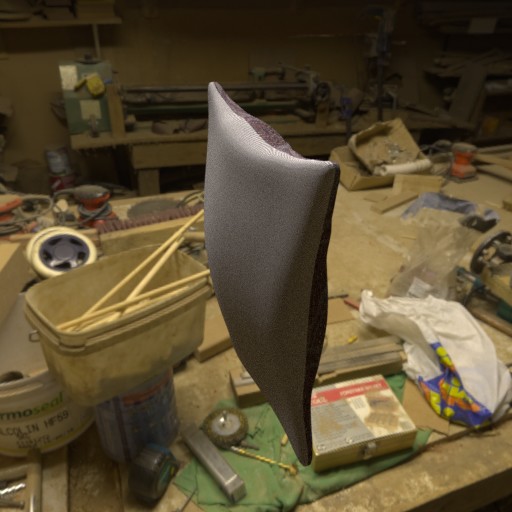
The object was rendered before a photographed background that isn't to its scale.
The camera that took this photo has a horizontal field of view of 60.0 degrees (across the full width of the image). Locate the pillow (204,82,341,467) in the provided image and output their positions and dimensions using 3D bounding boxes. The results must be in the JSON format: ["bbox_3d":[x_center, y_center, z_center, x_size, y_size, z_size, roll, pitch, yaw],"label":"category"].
[{"bbox_3d":[0.000,0.000,0.797,0.163,0.513,0.514,-10,32,-16],"label":"pillow"}]
